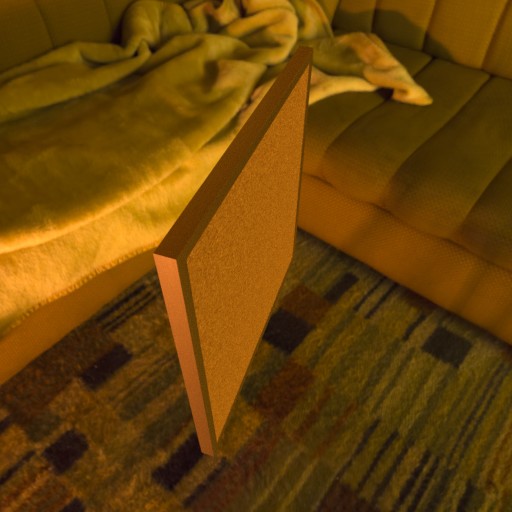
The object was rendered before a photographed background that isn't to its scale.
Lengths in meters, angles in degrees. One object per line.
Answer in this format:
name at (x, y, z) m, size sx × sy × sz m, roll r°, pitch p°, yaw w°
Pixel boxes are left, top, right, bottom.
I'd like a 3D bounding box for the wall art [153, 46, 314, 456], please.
wall art at (0.000, 0.000, 1.143) m, size 0.036 × 0.765 × 0.767 m, roll 14°, pitch 48°, yaw 13°
